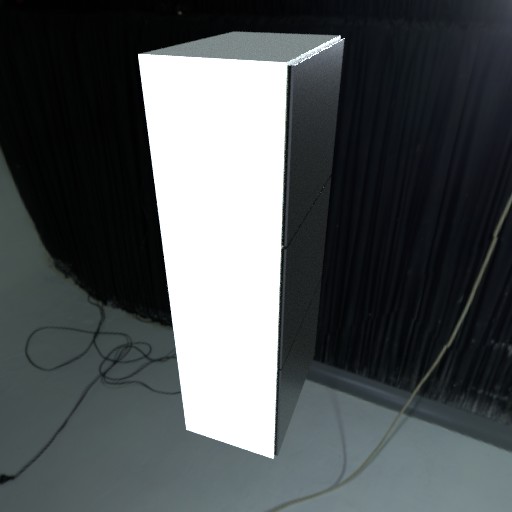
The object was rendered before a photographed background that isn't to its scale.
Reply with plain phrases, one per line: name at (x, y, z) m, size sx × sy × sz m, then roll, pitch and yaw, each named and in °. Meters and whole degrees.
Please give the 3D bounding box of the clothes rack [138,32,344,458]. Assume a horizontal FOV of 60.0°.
clothes rack at (0.000, 0.000, 1.366) m, size 0.330 × 1.187 × 0.500 m, roll 11°, pitch 34°, yaw 17°
